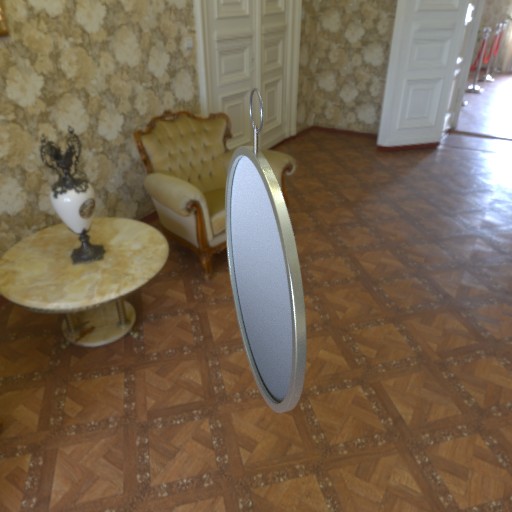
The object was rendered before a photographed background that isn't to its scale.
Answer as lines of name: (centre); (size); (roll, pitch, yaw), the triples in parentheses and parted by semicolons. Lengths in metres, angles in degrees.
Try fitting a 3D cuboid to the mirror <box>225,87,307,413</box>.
mirror: (0.000, 0.000, 0.993); (0.020, 0.713, 0.594); (-8, 31, -13)
